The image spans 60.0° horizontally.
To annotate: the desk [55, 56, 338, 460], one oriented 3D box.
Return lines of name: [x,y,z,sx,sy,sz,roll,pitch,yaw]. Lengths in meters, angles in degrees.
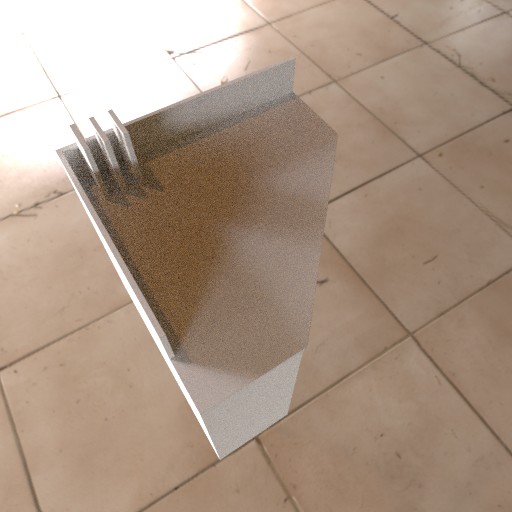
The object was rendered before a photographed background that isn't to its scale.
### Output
desk: [0.000,0.000,1.699,0.940,0.986,0.940,-28,62,-17]
